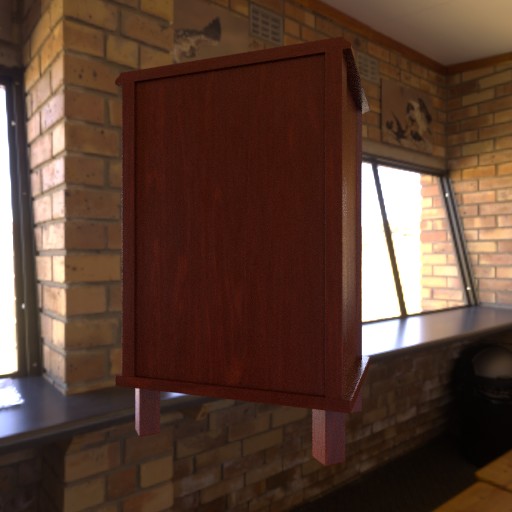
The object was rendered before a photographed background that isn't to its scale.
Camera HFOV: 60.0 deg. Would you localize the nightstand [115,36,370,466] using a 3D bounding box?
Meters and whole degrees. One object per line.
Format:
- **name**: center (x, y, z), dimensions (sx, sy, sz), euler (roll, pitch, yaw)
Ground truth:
- **nightstand**: center (0.000, 0.000, 0.920), dimensions (0.435, 0.681, 0.351), euler (0, 0, 20)
